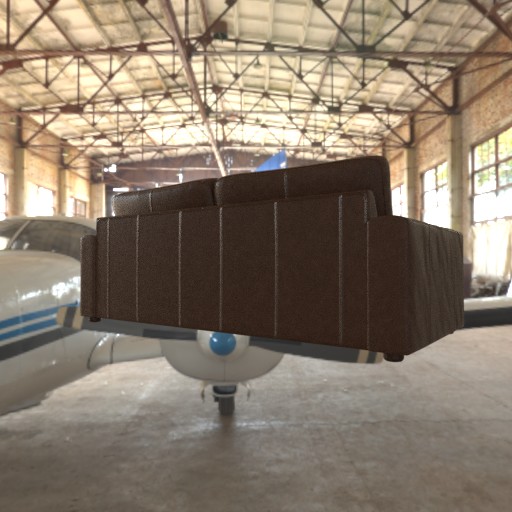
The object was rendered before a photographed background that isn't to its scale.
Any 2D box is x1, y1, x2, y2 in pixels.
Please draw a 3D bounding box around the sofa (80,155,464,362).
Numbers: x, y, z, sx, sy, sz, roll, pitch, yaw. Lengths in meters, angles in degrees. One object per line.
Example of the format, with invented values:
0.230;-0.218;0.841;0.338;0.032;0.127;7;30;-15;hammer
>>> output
0.000;0.000;2.722;2.179;0.873;1.016;-1;-1;36;sofa
